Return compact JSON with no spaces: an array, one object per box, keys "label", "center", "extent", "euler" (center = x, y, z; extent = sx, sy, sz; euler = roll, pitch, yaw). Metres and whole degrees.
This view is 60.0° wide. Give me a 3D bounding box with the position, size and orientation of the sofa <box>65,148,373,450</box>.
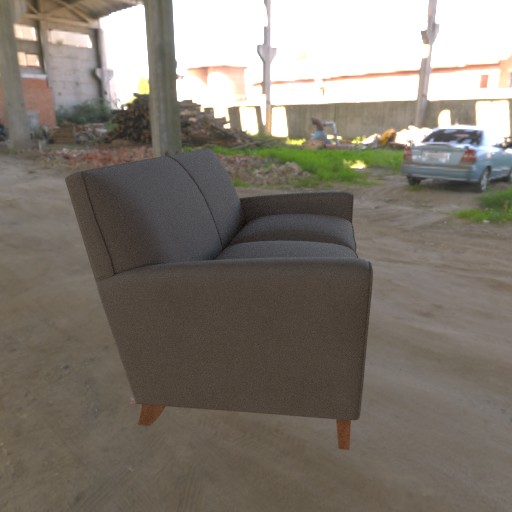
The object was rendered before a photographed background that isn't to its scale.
[{"label":"sofa","center":[0.000,0.000,1.931],"extent":[0.871,0.846,1.420],"euler":[3,17,9]}]
